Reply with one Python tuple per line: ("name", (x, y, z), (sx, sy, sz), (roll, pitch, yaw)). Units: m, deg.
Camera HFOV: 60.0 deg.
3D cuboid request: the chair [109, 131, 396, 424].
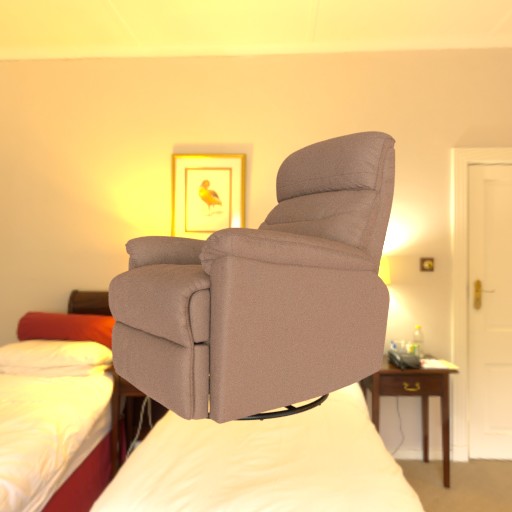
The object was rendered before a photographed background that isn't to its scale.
("chair", (0.000, 0.000, 1.739), (1.004, 1.037, 0.820), (0, 0, -35))
